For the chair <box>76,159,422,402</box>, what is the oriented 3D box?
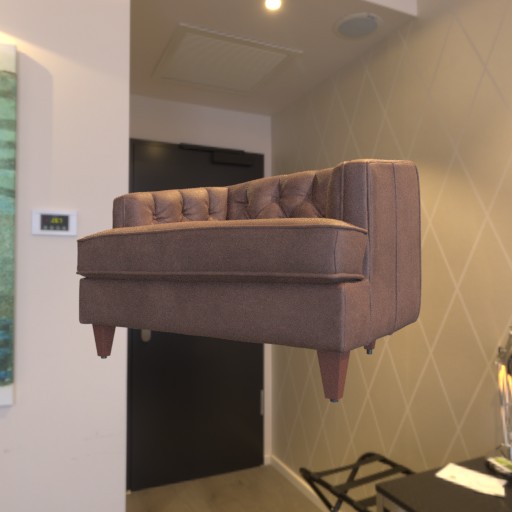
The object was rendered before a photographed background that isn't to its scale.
[{"bbox_3d":[0.000,0.000,1.710,1.118,0.787,0.914,-1,-2,35],"label":"chair"}]
